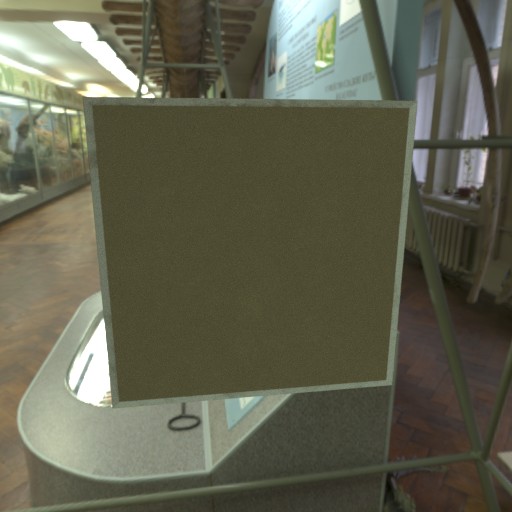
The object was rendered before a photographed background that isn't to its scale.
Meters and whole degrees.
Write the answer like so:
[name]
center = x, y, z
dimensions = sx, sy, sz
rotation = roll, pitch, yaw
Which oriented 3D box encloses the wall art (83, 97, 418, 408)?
[wall art]
center = 0.000, 0.000, 0.457
dimensions = 0.305, 0.303, 0.038
rotation = -2, 15, -8
